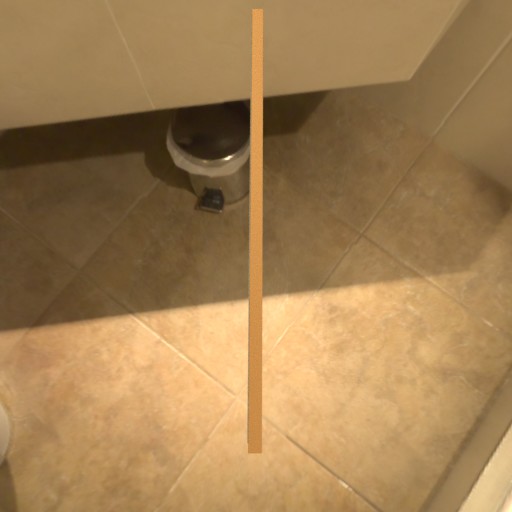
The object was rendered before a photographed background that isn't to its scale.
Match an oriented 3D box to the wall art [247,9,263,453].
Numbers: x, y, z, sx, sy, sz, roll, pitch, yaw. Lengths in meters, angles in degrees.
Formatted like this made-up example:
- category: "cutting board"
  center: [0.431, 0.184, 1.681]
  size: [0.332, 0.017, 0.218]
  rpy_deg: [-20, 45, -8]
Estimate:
- category: "wall art"
  center: [0.000, 0.000, 0.661]
  size: [0.013, 0.455, 0.457]
  rpy_deg: [0, 77, 0]
